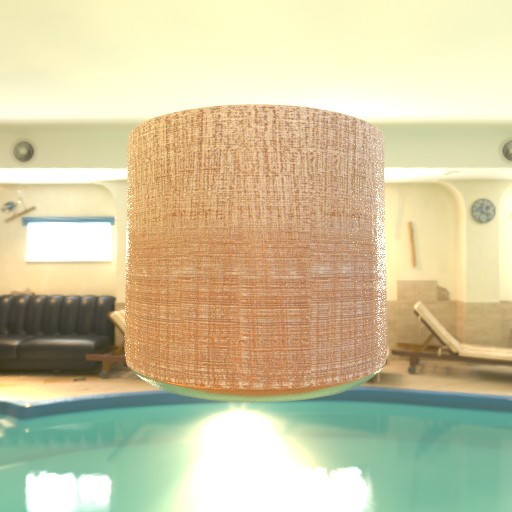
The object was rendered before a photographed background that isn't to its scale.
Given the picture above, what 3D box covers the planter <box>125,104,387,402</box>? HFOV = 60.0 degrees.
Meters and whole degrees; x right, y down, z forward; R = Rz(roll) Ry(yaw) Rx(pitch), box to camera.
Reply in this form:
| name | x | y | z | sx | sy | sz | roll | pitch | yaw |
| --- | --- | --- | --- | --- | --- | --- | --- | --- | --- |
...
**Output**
| name | x | y | z | sx | sy | sz | roll | pitch | yaw |
| --- | --- | --- | --- | --- | --- | --- | --- | --- | --- |
| planter | 0.000 | 0.000 | 0.191 | 0.109 | 0.096 | 0.109 | 0 | 0 | 0 |
